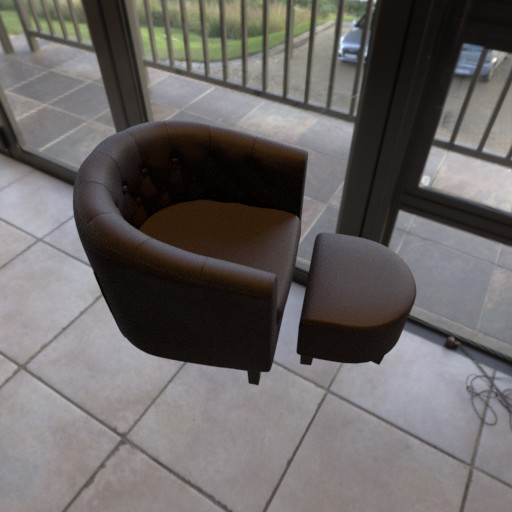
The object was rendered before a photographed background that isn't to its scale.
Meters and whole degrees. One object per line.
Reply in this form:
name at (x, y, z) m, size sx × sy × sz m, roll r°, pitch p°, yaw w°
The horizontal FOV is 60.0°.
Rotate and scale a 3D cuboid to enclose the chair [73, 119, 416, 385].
chair at (0.000, 0.000, 1.664) m, size 1.191 × 0.760 × 0.763 m, roll 9°, pitch 47°, yaw 9°
